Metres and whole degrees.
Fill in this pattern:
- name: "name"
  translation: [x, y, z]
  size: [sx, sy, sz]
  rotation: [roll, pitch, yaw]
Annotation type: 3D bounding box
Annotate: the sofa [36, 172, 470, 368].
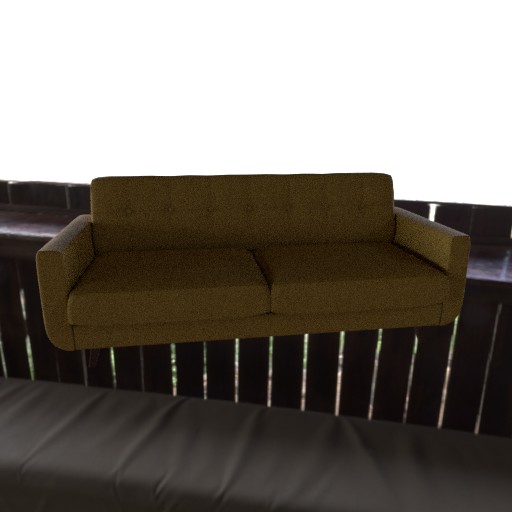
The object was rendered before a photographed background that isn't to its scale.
- name: "sofa"
  translation: [0.000, 0.000, 2.446]
  size: [2.029, 0.841, 0.909]
  rotation: [-2, 16, -8]
